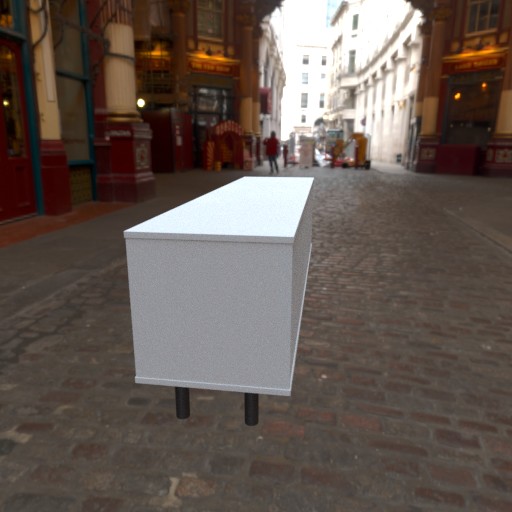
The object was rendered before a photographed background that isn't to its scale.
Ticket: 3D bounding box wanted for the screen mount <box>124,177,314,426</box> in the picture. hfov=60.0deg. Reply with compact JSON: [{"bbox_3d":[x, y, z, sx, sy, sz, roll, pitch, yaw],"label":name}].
[{"bbox_3d":[0.000,0.000,1.844,0.418,0.520,1.600,2,15,9],"label":"screen mount"}]
